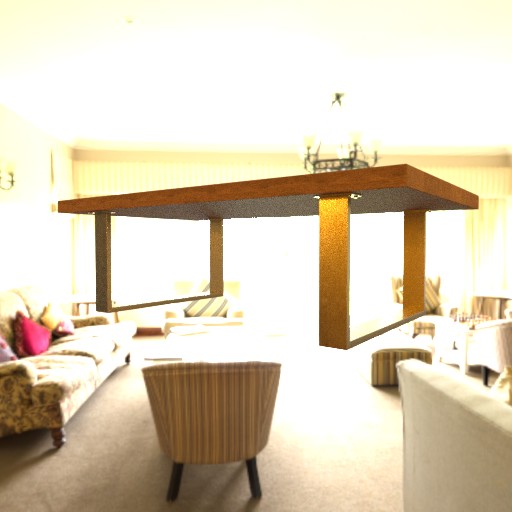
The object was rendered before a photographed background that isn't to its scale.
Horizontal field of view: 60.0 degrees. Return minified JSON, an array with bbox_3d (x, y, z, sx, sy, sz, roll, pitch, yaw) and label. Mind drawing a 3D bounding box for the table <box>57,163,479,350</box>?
[{"bbox_3d":[0.000,0.000,1.694,1.400,0.440,0.800,1,2,37],"label":"table"}]
